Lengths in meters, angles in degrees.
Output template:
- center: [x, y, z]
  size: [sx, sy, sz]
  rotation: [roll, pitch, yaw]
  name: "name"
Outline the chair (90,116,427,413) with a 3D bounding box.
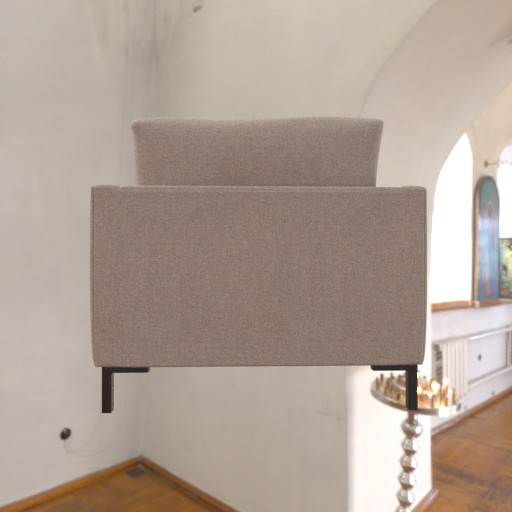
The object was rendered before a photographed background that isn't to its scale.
- center: [0.000, 0.000, 1.642]
  size: [0.963, 0.861, 0.866]
  rotation: [0, 0, -2]
  name: "chair"
